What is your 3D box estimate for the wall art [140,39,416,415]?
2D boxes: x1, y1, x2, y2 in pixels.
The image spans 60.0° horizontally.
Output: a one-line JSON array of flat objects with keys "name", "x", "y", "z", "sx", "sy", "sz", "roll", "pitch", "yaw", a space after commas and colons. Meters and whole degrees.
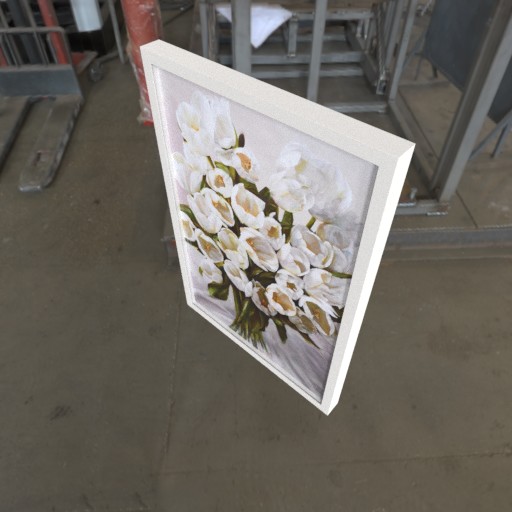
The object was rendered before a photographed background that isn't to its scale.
[{"name": "wall art", "x": 0.000, "y": 0.000, "z": 0.832, "sx": 0.450, "sy": 0.657, "sz": 0.038, "roll": 33, "pitch": 55, "yaw": 27}]
